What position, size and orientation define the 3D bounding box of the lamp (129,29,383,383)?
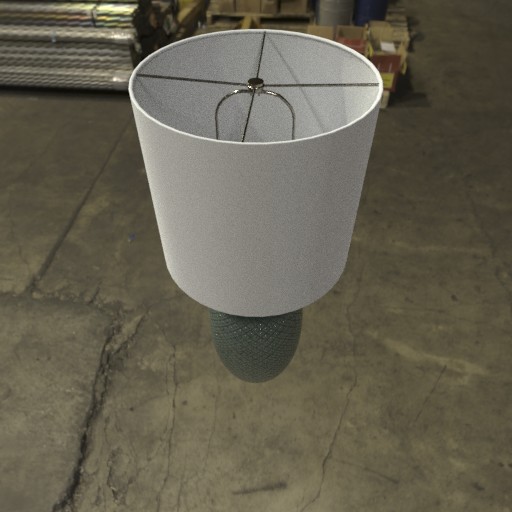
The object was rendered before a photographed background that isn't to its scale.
[{"bbox_3d":[0.000,0.000,0.547,0.217,0.453,0.217,4,46,4],"label":"lamp"}]
